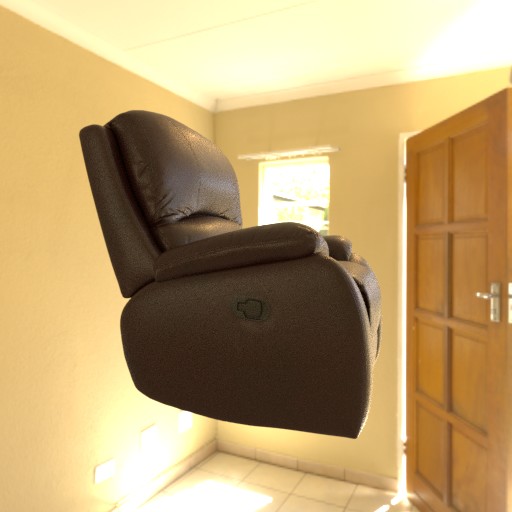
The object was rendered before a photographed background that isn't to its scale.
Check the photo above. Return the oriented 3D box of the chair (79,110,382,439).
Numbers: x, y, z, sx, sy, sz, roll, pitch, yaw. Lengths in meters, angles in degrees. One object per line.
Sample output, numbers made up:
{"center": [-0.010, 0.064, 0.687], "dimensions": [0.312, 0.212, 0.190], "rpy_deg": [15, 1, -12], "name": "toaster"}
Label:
{"center": [0.000, 0.000, 1.656], "dimensions": [0.899, 1.011, 0.930], "rpy_deg": [0, 1, 18], "name": "chair"}
